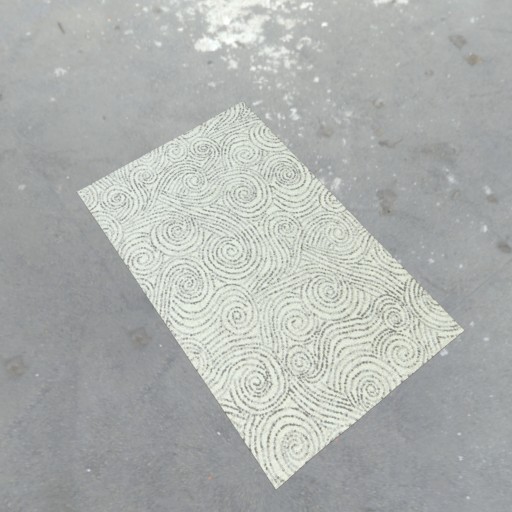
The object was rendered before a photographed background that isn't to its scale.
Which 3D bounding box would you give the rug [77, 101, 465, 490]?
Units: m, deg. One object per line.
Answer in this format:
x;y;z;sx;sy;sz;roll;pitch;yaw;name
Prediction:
0.000;0.000;3.065;1.524;0.005;2.439;-34;69;-15;rug
